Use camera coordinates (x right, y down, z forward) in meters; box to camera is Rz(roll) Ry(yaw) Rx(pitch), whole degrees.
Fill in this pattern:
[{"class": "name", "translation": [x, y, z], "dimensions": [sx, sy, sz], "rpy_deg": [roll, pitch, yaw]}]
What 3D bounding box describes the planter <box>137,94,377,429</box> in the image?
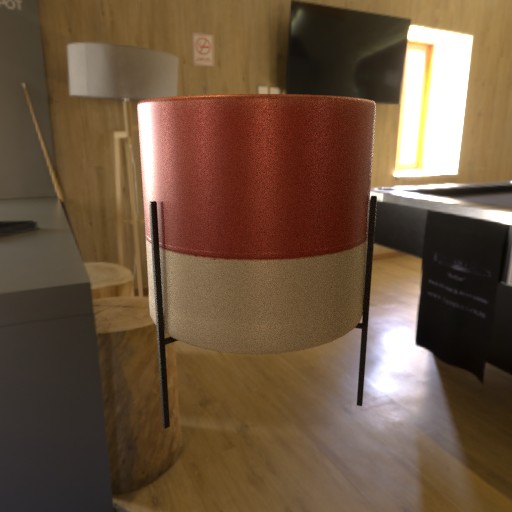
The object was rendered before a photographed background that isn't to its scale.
[{"class": "planter", "translation": [0.000, 0.000, 0.718], "dimensions": [0.345, 0.465, 0.354], "rpy_deg": [-3, 15, -10]}]
